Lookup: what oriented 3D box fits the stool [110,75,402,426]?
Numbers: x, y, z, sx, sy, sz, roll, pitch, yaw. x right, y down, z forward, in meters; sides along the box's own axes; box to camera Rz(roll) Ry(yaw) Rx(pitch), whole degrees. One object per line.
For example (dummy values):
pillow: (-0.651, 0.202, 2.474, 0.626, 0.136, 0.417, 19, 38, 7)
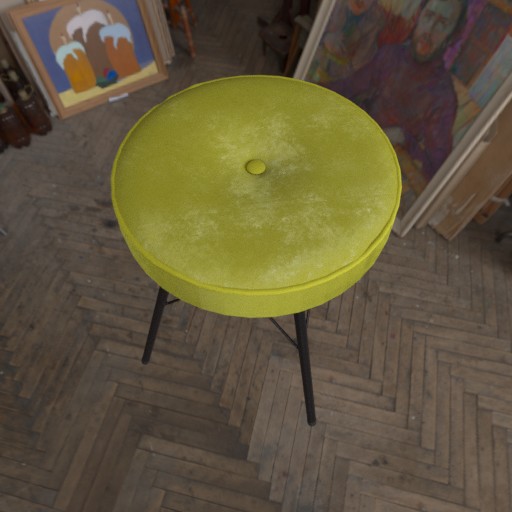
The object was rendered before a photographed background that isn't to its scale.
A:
stool: (0.000, 0.000, 0.827, 0.409, 0.508, 0.409, 17, 60, 10)
